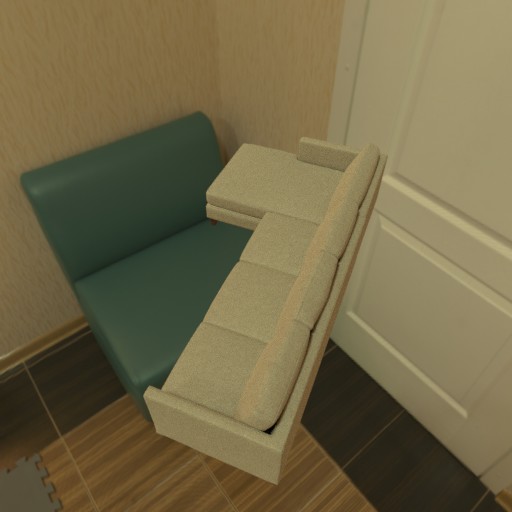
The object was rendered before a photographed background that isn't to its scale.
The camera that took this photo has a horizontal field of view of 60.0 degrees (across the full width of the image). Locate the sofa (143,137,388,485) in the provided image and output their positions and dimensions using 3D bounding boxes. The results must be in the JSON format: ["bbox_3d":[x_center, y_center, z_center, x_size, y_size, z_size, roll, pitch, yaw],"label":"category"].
[{"bbox_3d":[0.000,0.000,3.893,1.625,0.846,3.186,17,49,15],"label":"sofa"}]
